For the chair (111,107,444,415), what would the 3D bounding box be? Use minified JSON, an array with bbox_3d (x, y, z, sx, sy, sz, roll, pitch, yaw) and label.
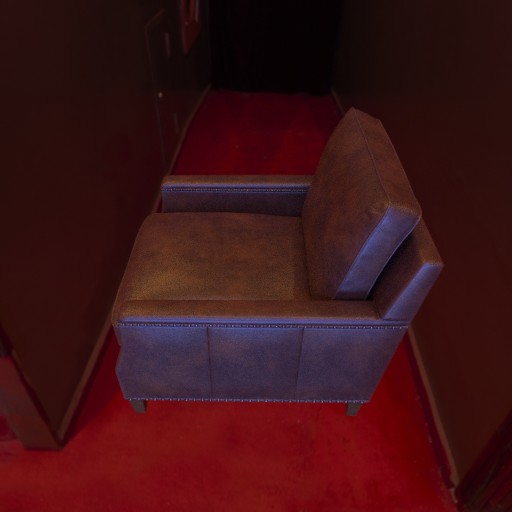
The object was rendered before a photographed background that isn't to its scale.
[{"bbox_3d":[0.000,0.000,1.711,1.014,0.929,0.853,1,41,1],"label":"chair"}]
